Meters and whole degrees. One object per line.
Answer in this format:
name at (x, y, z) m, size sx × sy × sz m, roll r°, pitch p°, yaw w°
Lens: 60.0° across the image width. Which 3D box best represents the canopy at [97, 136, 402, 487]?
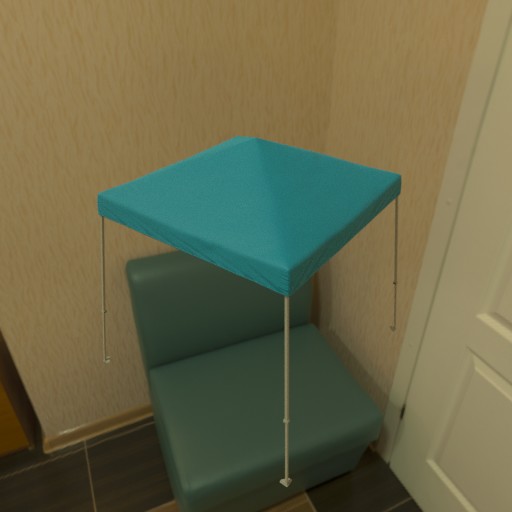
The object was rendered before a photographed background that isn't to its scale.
canopy at (0.000, 0.000, 6.646) m, size 3.599 × 3.600 × 3.600 m, roll 22°, pitch 39°, yaw 30°
